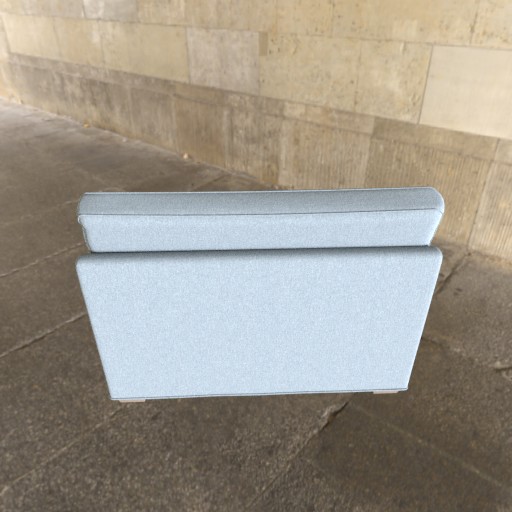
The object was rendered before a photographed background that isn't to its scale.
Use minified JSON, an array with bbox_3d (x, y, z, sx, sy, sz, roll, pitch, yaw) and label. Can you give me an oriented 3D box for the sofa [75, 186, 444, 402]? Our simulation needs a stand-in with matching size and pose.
[{"bbox_3d":[0.000,0.000,2.072,1.410,0.953,0.940,-1,31,-2],"label":"sofa"}]
